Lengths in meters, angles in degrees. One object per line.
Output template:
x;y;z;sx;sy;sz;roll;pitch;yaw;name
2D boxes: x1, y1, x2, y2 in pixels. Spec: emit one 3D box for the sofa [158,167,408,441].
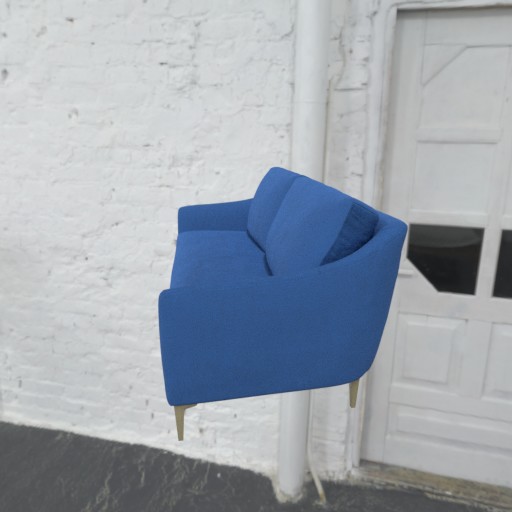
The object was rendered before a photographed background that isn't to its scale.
0.000;0.000;2.536;0.960;0.903;2.036;-2;15;-8;sofa
